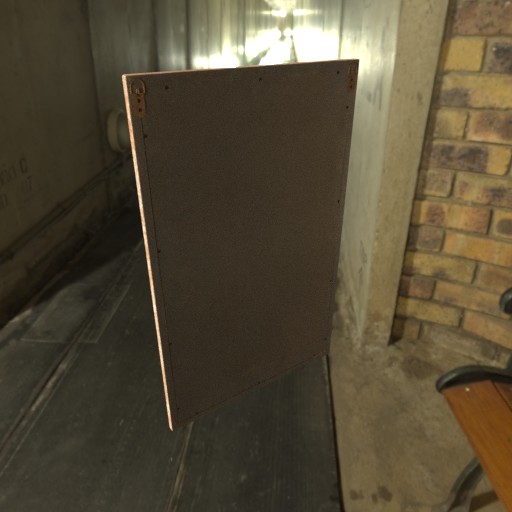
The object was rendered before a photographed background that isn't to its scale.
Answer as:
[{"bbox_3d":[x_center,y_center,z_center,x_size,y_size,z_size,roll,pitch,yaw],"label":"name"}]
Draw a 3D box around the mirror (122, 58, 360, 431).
[{"bbox_3d":[0.000,0.000,0.991,0.495,0.787,0.058,-18,34,-29],"label":"mirror"}]
